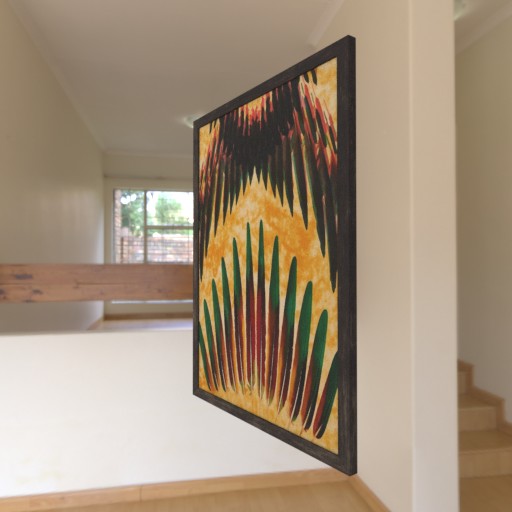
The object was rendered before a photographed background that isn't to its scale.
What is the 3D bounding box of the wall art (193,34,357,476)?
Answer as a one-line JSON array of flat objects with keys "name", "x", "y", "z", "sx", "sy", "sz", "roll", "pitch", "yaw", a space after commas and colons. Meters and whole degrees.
[{"name": "wall art", "x": 0.000, "y": 0.000, "z": 1.408, "sx": 0.029, "sy": 1.066, "sz": 0.812, "roll": 1, "pitch": -1, "yaw": -35}]
